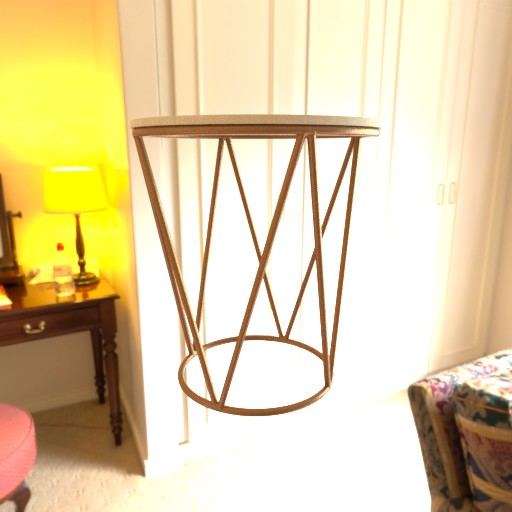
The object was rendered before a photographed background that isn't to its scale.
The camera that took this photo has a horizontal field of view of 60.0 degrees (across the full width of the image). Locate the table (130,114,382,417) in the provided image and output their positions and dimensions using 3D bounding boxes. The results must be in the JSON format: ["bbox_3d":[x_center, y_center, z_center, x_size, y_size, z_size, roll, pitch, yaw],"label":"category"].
[{"bbox_3d":[0.000,0.000,0.977,0.500,0.564,0.500,0,14,0],"label":"table"}]
